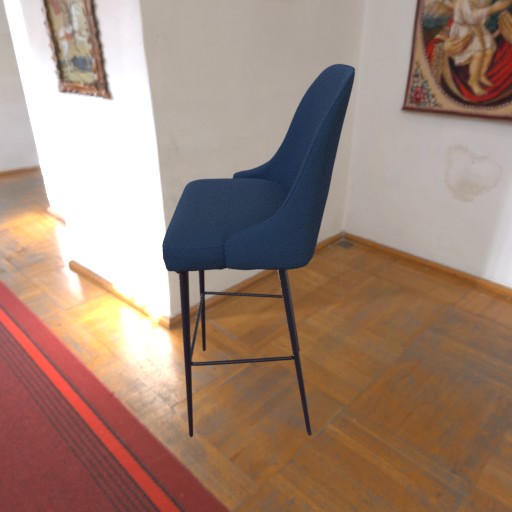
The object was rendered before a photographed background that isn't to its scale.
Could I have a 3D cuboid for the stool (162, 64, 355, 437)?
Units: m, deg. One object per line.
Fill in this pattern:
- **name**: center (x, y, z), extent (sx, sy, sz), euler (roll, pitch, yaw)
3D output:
- **stool**: center (0.000, 0.000, 1.369), extent (0.489, 1.079, 0.527), euler (0, 28, 0)
